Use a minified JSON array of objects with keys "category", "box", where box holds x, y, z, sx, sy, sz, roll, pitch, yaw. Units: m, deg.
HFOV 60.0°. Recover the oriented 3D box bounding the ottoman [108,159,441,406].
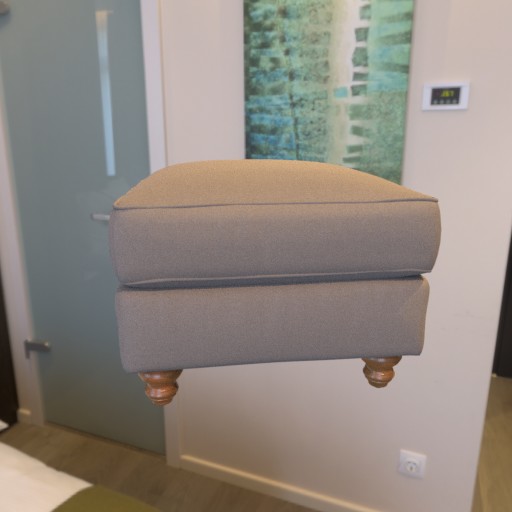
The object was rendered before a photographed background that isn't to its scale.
[{"category":"ottoman","box":[0.000,0.000,1.185,0.662,0.505,0.721,-2,14,-8]}]
